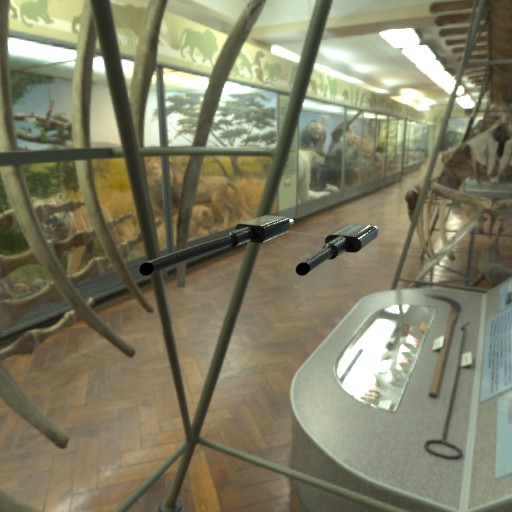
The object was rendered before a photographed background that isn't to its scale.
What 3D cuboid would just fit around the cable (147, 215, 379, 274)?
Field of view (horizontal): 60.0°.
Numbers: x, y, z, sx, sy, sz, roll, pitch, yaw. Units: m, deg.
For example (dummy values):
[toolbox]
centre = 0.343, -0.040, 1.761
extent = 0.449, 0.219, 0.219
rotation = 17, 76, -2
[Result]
[cable]
centre = 0.000, 0.000, 0.111
extent = 0.040, 0.006, 0.098
rotation = 8, 16, 27
